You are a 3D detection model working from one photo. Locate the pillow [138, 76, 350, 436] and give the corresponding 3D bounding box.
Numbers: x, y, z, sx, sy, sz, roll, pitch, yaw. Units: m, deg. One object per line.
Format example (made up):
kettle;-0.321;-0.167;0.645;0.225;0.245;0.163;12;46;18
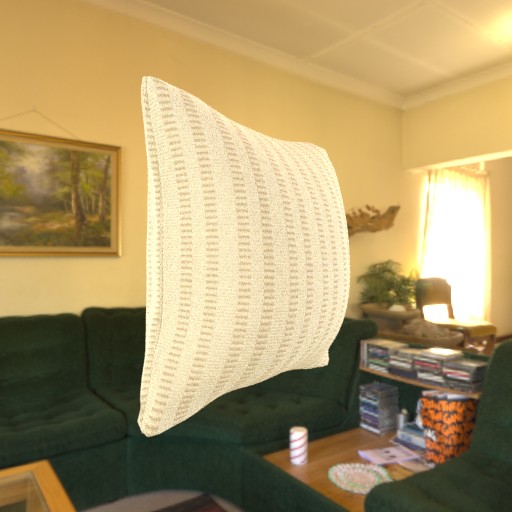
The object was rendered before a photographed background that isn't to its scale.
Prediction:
pillow;0.000;0.000;0.682;0.247;0.419;0.438;0;-1;37
